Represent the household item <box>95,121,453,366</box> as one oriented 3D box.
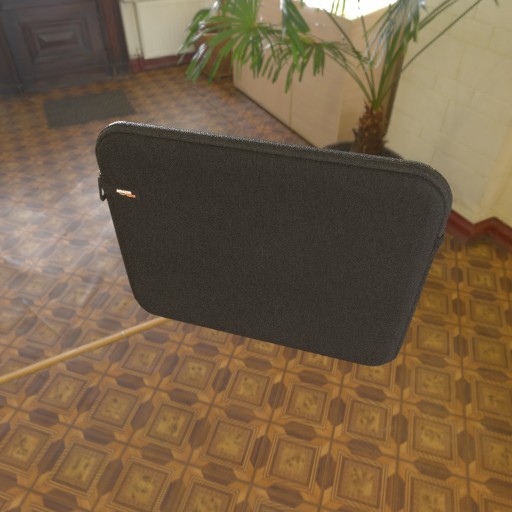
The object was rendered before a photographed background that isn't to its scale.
[{"bbox_3d":[0.000,0.000,0.540,0.396,0.305,0.030,11,43,12],"label":"household item"}]
